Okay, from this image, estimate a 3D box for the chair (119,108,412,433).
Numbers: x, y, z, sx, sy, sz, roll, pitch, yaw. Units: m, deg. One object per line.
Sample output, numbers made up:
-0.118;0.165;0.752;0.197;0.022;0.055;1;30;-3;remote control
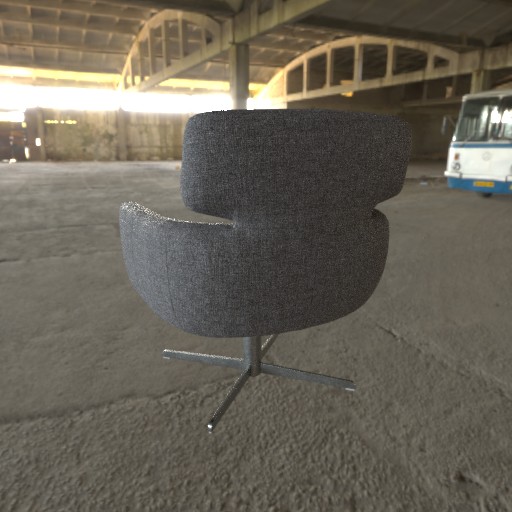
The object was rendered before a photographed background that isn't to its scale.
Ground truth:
0.000;0.000;1.345;0.706;0.812;0.715;-7;16;-25;chair
